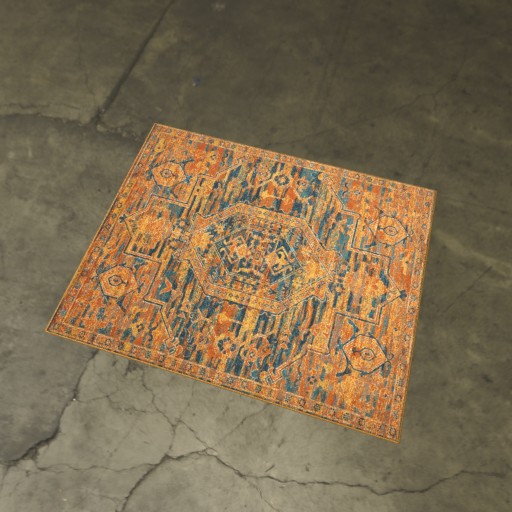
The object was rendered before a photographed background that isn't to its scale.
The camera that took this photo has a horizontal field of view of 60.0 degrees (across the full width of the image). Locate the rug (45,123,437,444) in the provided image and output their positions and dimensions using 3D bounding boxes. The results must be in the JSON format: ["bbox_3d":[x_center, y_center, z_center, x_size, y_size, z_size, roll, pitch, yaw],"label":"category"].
[{"bbox_3d":[0.000,0.000,4.102,3.040,0.031,2.435,15,65,7],"label":"rug"}]
